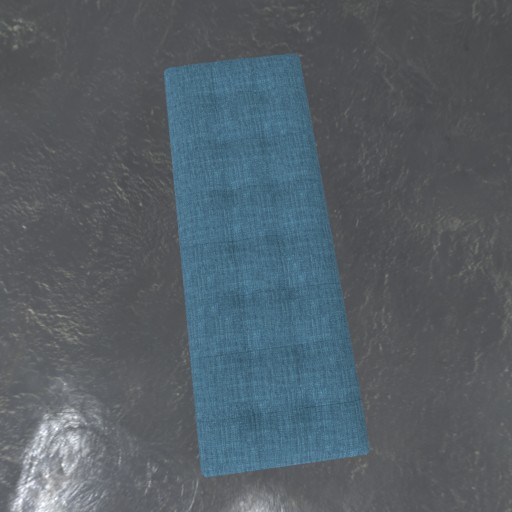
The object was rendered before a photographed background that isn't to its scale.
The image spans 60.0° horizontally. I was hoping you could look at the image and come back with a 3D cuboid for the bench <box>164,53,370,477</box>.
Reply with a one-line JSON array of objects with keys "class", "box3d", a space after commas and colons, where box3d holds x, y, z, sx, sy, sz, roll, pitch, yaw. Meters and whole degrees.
[{"class": "bench", "box3d": [0.000, 0.000, 1.343, 0.406, 0.432, 1.118, -7, 76, -2]}]
